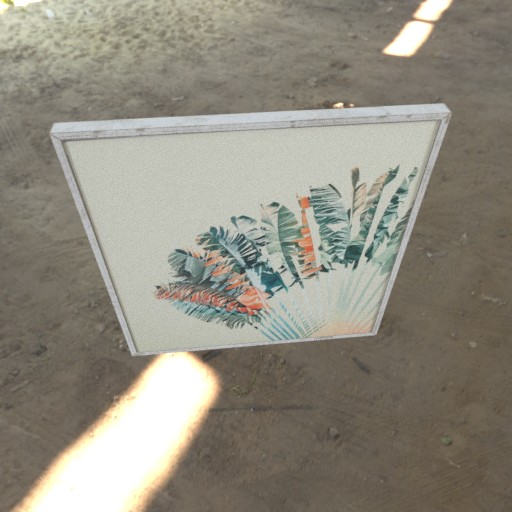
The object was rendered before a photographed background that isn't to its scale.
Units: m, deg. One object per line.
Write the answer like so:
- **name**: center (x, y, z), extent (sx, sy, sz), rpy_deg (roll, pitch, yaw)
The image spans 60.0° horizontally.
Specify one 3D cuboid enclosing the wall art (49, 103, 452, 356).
- **wall art**: center (0.000, 0.000, 1.116), extent (0.760, 0.757, 0.038), rpy_deg (-4, 46, -4)
